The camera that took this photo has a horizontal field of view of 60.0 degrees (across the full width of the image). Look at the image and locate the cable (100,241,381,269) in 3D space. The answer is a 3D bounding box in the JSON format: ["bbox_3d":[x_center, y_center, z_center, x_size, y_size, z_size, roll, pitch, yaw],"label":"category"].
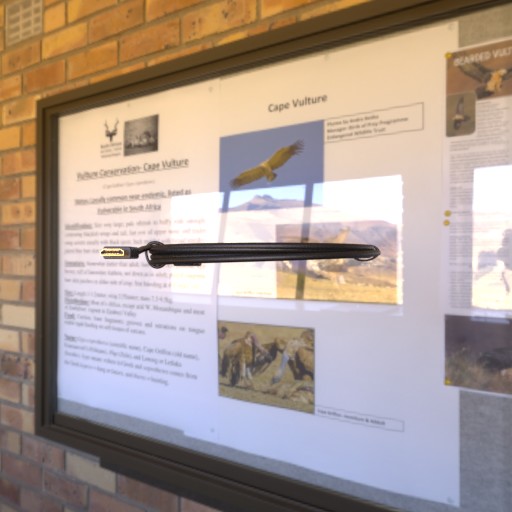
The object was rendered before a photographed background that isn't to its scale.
[{"bbox_3d":[0.000,0.000,0.519,0.257,0.030,0.422,0,0,-1],"label":"cable"}]
